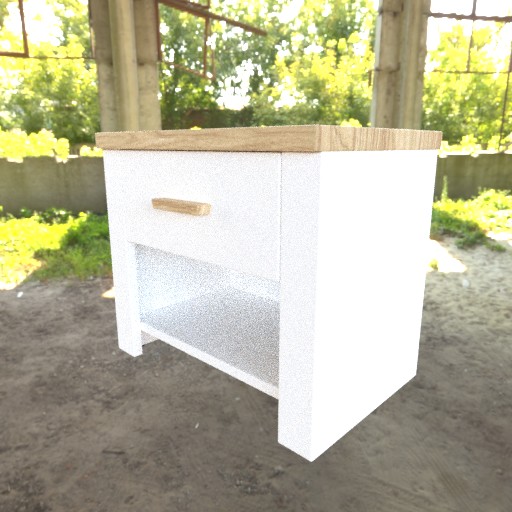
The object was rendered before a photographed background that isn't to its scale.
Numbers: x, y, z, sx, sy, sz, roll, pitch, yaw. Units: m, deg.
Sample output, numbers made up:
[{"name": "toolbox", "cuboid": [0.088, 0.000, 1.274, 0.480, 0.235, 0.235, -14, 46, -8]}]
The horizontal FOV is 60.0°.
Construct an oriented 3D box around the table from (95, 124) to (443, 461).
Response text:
[{"name": "table", "cuboid": [0.000, 0.000, 0.816, 0.500, 0.440, 0.360, 13, 19, 42]}]
